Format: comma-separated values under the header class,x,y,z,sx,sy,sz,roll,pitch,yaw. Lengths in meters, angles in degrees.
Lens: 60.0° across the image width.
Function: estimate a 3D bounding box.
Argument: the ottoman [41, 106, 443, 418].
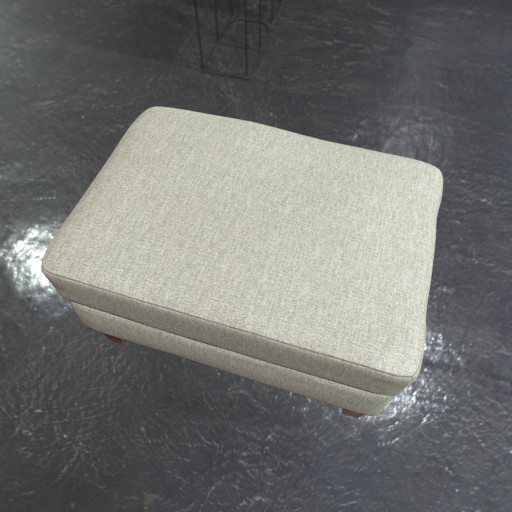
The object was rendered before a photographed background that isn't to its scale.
class,x,y,z,sx,sy,sz,roll,pitch,yaw
ottoman,0.000,0.000,1.249,0.873,0.494,0.639,15,58,9
